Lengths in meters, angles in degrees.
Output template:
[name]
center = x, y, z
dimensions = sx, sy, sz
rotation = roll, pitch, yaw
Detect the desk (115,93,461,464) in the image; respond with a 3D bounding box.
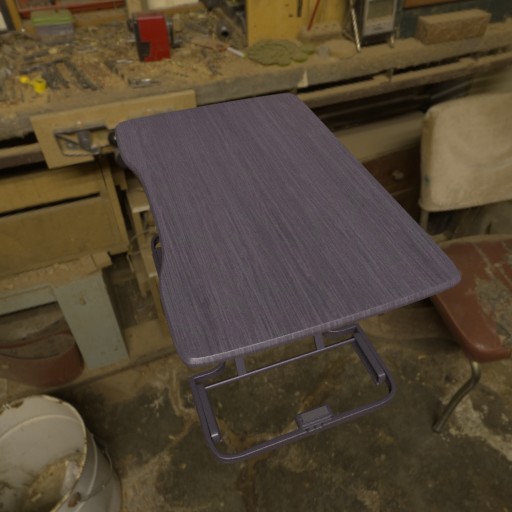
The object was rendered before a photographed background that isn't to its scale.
[desk]
center = 0.000, 0.000, 1.180
dimensions = 0.546, 0.470, 0.820
rotation = -15, 47, -14
